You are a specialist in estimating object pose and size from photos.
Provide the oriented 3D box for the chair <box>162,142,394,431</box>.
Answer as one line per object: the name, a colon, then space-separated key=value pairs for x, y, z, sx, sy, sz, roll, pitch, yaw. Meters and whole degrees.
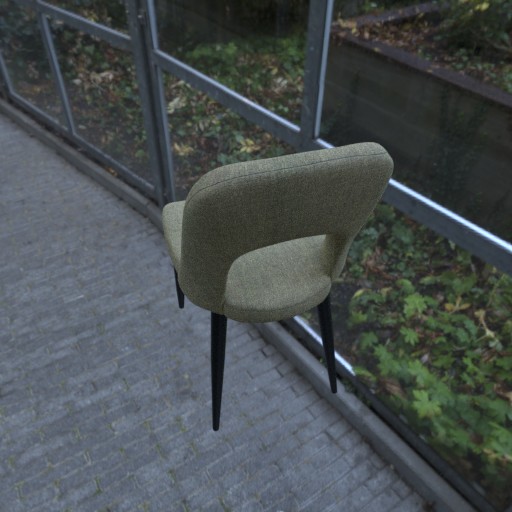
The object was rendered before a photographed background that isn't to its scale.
chair: x=0.000 y=0.000 z=1.265 sx=0.470 sy=0.931 sz=0.612 roll=-12 pitch=43 yaw=-13
